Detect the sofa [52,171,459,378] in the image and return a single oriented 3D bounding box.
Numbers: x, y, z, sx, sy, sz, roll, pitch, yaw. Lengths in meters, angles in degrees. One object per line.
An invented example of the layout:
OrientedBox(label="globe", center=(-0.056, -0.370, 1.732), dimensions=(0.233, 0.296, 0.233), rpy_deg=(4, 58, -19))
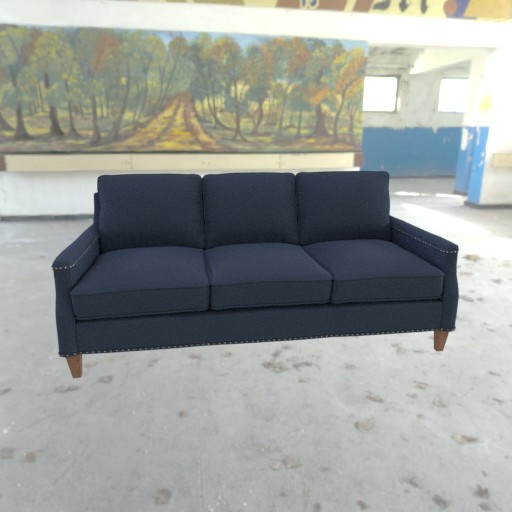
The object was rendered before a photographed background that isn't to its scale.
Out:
OrientedBox(label="sofa", center=(0.000, 0.000, 2.863), dimensions=(2.246, 1.003, 1.084), rpy_deg=(-2, 16, -8))
